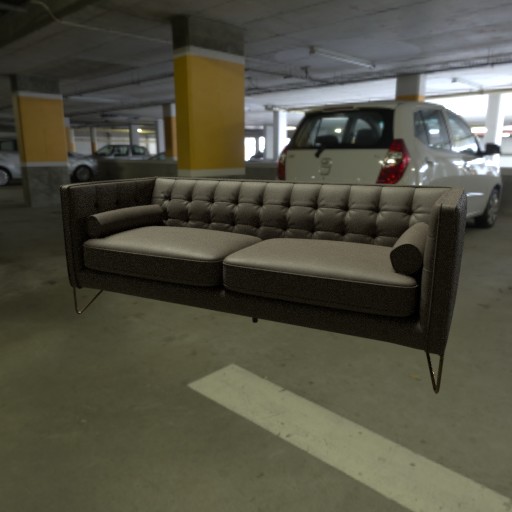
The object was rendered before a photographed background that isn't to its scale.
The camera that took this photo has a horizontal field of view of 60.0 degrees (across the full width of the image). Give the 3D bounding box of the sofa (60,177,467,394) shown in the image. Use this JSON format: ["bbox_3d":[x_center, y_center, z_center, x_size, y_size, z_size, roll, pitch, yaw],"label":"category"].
[{"bbox_3d":[0.000,0.000,2.491,2.087,0.789,0.867,7,15,26],"label":"sofa"}]
